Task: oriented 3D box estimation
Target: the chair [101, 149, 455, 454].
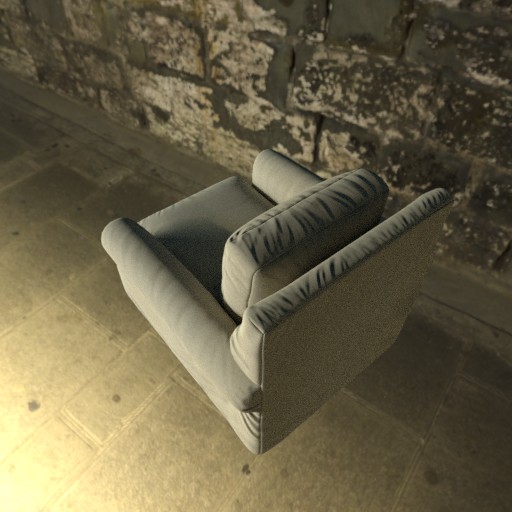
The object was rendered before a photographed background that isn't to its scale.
[{"bbox_3d":[0.000,0.000,1.776,0.940,0.866,1.066,-31,54,-26],"label":"chair"}]
